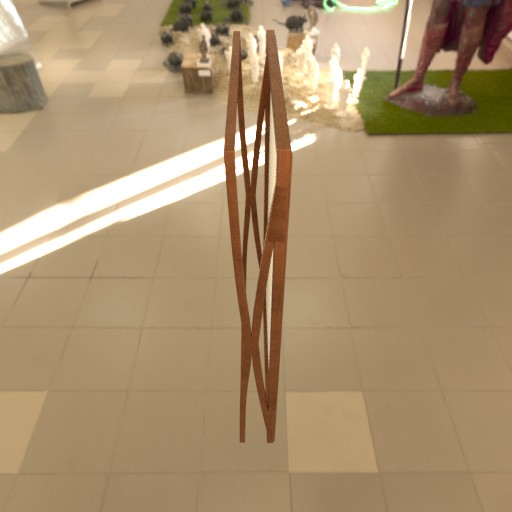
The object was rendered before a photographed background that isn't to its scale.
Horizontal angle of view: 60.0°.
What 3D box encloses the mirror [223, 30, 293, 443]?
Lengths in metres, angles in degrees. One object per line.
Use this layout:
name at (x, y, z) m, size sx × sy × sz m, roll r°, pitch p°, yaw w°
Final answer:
mirror at (0.000, 0.000, 0.952) m, size 0.082 × 0.768 × 0.468 m, roll 0°, pitch 43°, yaw 0°
